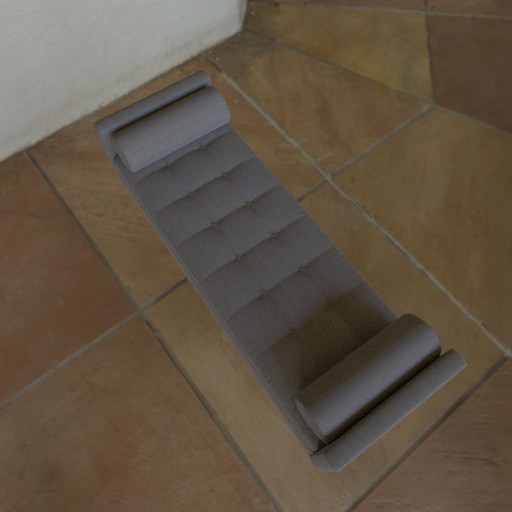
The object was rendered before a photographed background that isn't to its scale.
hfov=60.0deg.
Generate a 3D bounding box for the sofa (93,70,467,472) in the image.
[{"bbox_3d":[0.000,0.000,2.287,0.686,0.635,1.981,-32,69,-14],"label":"sofa"}]
